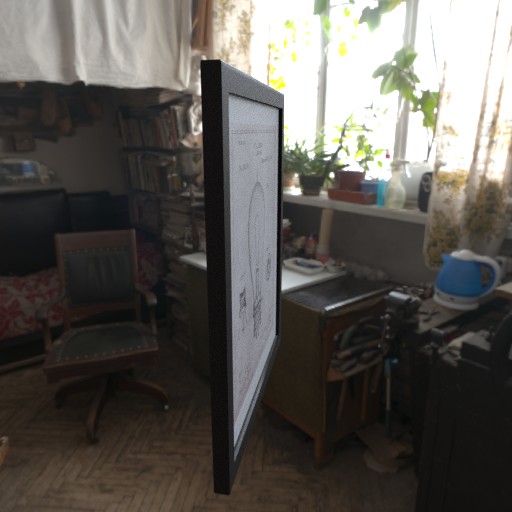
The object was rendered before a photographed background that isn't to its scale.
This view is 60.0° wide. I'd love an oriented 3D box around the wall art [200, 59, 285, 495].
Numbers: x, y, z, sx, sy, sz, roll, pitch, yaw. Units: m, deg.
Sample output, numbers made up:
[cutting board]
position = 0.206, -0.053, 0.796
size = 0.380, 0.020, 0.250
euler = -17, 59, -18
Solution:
[wall art]
position = 0.000, 0.000, 0.695
size = 0.021, 0.509, 0.430
euler = 3, 16, 11
